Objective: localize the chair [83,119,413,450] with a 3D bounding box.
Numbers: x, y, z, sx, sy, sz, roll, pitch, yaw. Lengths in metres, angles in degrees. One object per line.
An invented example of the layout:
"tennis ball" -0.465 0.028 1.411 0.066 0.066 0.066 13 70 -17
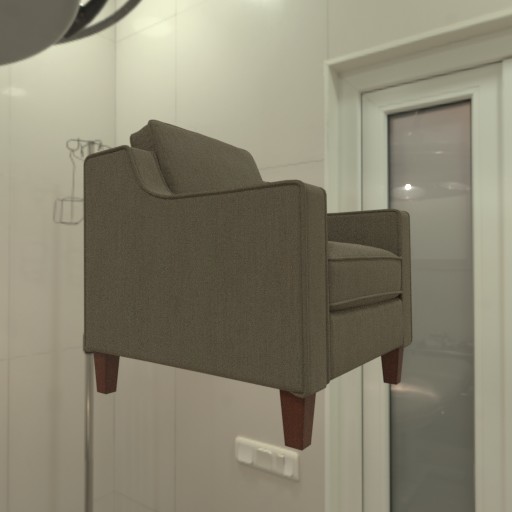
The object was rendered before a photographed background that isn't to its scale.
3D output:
"chair" 0.000 0.000 1.625 0.909 0.960 0.831 0 -1 36
